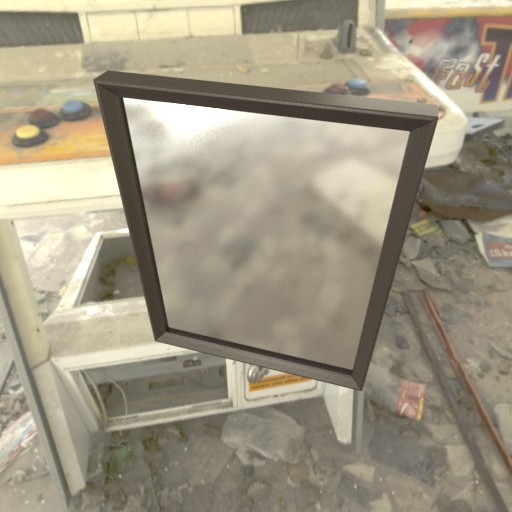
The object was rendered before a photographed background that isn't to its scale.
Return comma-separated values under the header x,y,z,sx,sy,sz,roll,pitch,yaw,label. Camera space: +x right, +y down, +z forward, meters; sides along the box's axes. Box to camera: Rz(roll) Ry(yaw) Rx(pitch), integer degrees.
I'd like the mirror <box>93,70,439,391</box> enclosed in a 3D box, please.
x,y,z,sx,sy,sz,roll,pitch,yaw,label
0.000,0.000,0.682,0.406,0.509,0.041,11,42,12,mirror
